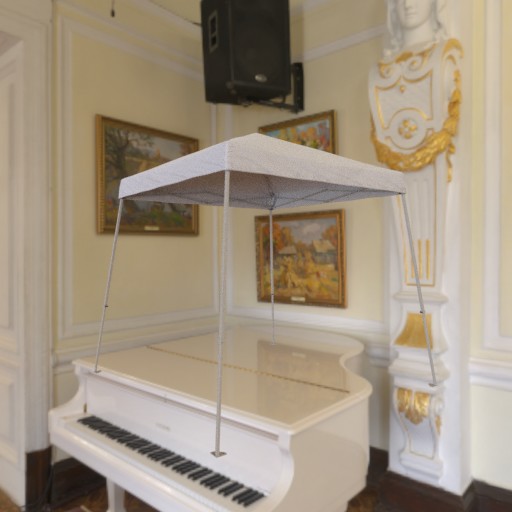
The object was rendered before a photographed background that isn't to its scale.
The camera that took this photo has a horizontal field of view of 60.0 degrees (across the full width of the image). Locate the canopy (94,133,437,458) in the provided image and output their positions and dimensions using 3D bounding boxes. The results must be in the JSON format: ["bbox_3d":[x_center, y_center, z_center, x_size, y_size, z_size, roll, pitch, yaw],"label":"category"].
[{"bbox_3d":[0.000,0.000,6.500,3.599,3.600,3.600,0,1,-37],"label":"canopy"}]
